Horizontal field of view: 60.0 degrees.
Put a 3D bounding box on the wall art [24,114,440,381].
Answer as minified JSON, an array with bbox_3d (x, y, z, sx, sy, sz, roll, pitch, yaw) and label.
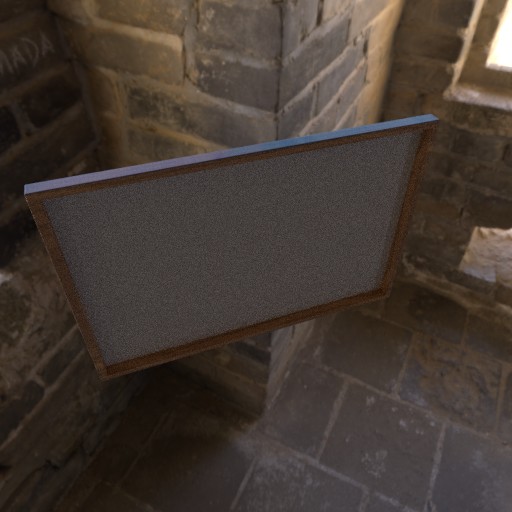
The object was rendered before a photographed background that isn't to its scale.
[{"bbox_3d":[0.000,0.000,1.136,0.911,0.605,0.037,-14,43,-15],"label":"wall art"}]
